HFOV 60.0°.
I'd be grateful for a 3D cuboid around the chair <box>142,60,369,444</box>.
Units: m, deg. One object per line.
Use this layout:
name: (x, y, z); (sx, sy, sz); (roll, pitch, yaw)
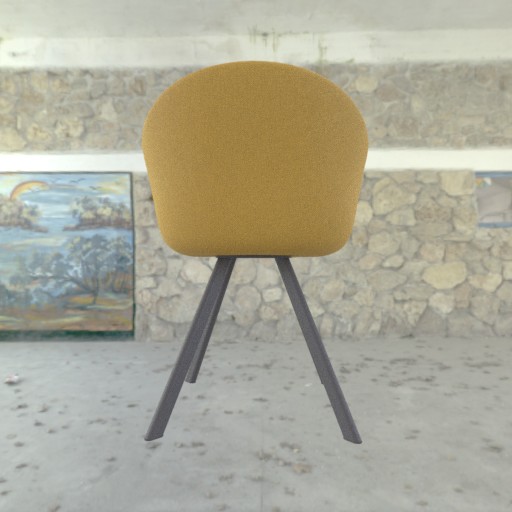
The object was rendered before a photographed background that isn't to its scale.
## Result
chair: (0.000, 0.000, 1.186); (0.551, 0.793, 0.583); (0, 0, 2)
